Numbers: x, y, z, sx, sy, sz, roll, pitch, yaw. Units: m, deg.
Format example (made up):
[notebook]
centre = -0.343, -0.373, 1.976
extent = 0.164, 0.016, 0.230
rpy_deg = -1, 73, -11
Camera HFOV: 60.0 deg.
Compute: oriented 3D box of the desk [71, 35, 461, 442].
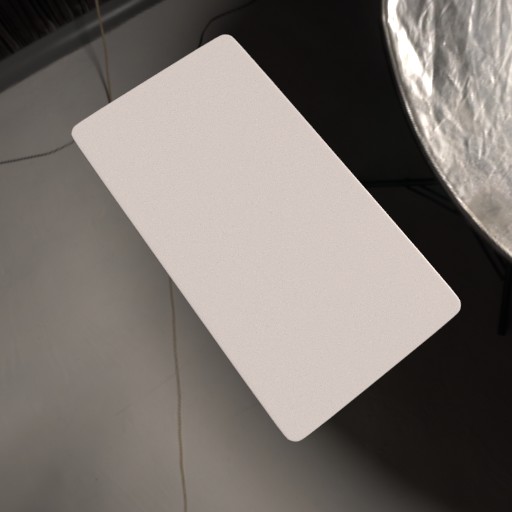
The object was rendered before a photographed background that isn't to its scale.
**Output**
[desk]
centre = 0.000, 0.000, 1.369
extent = 0.475, 0.763, 0.877
rpy_deg = -36, 78, -9
